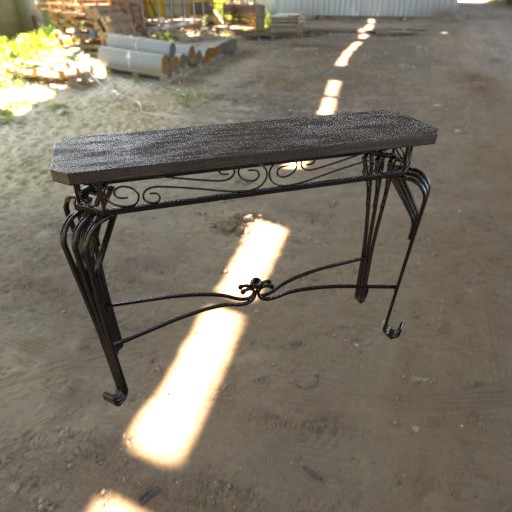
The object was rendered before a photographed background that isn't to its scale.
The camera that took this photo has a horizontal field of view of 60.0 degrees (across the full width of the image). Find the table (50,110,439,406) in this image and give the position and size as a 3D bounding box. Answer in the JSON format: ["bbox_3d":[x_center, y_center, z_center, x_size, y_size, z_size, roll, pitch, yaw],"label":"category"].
[{"bbox_3d":[0.000,0.000,1.463,1.112,0.800,0.329,-10,33,-15],"label":"table"}]
